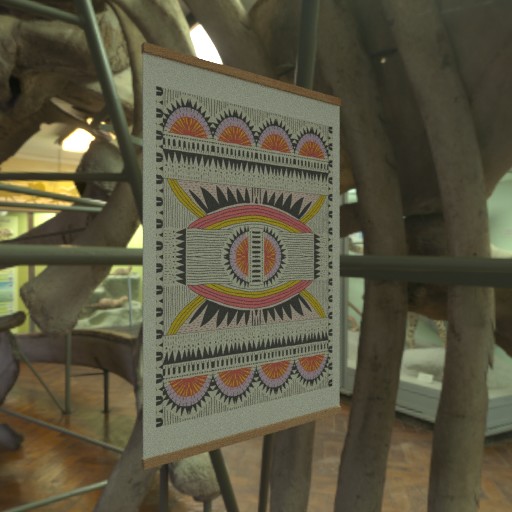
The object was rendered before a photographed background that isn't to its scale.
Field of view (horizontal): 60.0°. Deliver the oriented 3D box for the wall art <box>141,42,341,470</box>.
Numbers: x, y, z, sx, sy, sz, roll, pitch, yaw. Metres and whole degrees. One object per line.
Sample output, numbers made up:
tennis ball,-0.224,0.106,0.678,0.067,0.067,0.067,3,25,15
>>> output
wall art,0.000,0.000,1.886,0.999,1.533,0.028,0,0,-35
